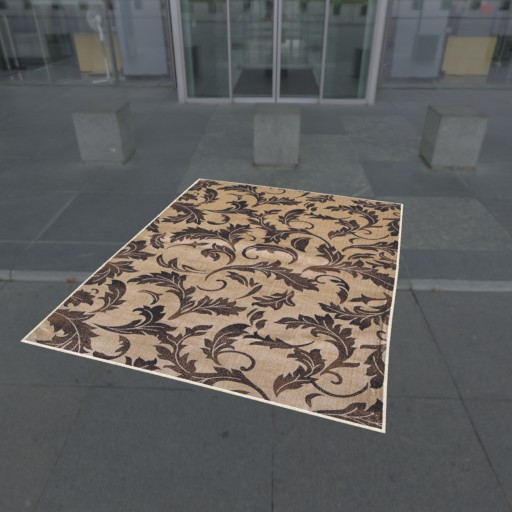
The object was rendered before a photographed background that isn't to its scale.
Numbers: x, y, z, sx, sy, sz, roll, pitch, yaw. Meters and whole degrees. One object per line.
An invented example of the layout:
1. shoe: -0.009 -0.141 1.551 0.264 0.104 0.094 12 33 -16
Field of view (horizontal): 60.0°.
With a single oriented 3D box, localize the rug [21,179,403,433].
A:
1. rug: 0.000 0.000 3.856 2.380 0.008 2.977 9 33 15
